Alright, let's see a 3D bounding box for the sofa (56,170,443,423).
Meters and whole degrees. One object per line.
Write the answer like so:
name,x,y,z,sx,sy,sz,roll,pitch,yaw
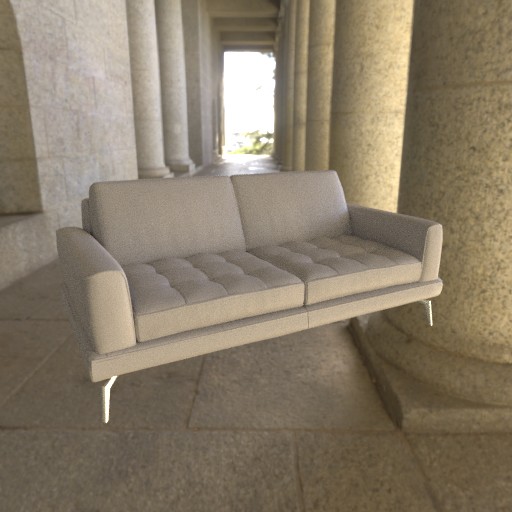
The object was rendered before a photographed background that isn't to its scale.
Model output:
sofa,0.000,0.000,2.715,2.177,0.930,1.121,-8,18,-27
